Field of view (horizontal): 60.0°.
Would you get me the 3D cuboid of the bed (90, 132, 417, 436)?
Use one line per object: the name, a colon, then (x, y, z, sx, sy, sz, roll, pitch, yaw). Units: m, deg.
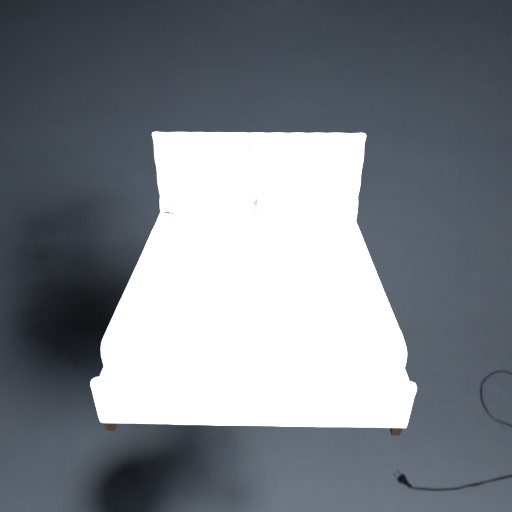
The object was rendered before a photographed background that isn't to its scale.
bed: (0.000, 0.000, 3.649, 2.078, 1.427, 2.387, 1, 30, 1)
